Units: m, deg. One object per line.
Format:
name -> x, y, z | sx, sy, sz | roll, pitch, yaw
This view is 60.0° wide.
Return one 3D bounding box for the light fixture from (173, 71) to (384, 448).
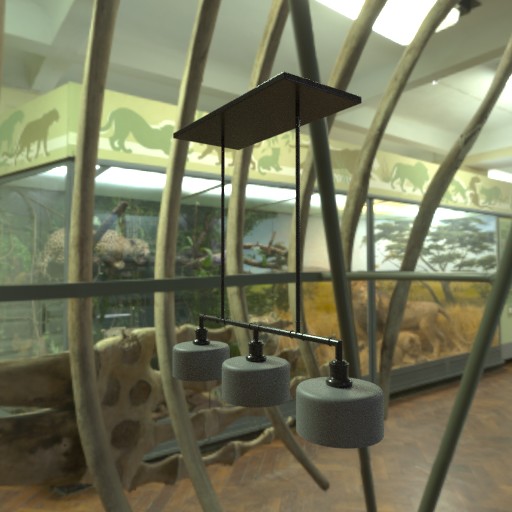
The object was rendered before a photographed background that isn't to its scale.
light fixture -> 0.000, 0.000, 0.883 | 0.177, 0.557, 0.582 | 1, -2, -36
